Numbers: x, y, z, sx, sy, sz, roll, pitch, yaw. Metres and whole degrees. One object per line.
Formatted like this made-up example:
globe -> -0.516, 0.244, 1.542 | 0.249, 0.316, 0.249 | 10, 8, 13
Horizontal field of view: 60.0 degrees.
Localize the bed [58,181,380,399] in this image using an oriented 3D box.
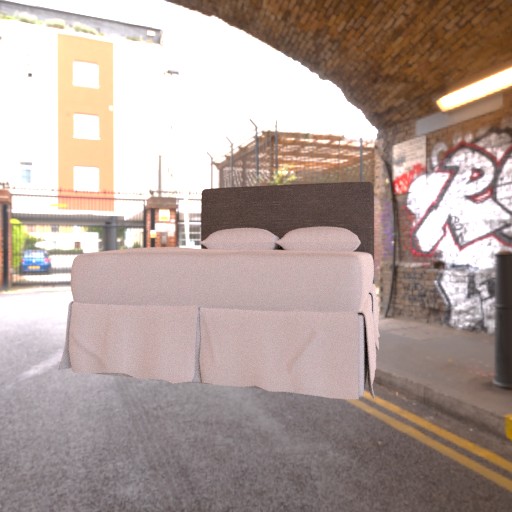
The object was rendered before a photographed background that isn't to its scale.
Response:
bed -> 0.000, 0.000, 3.218 | 1.723, 1.330, 2.142 | 0, 0, 16
